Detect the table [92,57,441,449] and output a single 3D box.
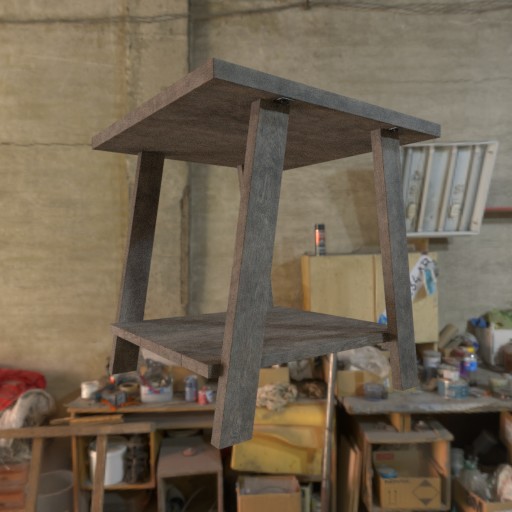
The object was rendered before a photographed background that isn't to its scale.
[{"bbox_3d":[0.000,0.000,1.091,0.610,0.610,0.610,-1,2,-37],"label":"table"}]
